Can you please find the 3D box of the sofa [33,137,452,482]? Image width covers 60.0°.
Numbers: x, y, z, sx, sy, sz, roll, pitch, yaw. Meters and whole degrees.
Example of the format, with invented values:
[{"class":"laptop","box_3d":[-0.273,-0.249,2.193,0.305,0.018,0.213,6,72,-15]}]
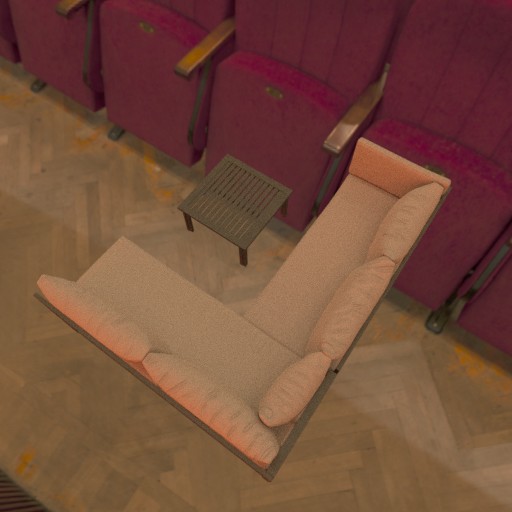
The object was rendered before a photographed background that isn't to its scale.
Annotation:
[{"class":"sofa","box_3d":[0.000,0.000,2.935,1.658,0.758,2.096,32,67,15]}]
